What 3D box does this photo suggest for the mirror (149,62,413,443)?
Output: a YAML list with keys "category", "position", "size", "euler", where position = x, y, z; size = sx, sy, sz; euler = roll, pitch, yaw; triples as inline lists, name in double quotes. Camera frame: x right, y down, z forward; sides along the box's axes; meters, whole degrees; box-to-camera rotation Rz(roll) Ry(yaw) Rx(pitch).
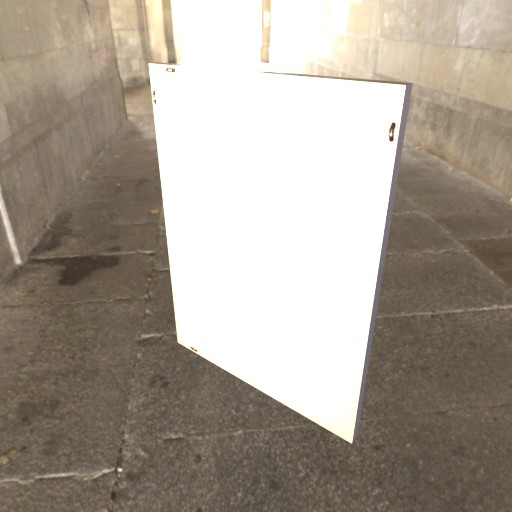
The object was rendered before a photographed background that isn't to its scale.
- category: "mirror"
  position: [0.000, 0.000, 1.314]
  size: [0.762, 1.016, 0.040]
  euler: [21, 34, 33]
